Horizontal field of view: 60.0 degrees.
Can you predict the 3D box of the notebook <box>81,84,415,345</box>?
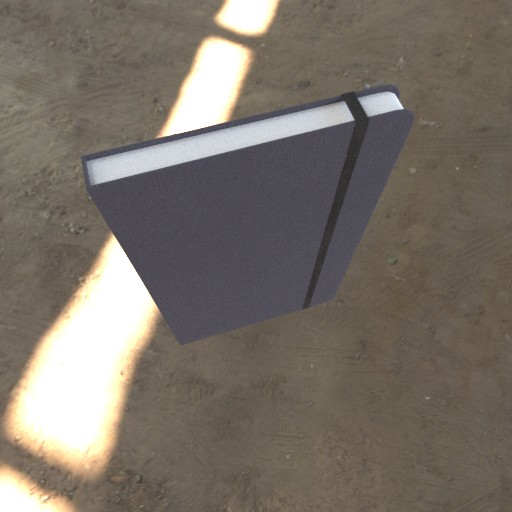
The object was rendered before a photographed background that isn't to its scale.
[{"bbox_3d":[0.000,0.000,0.259,0.127,0.213,0.016,-16,65,-7],"label":"notebook"}]
